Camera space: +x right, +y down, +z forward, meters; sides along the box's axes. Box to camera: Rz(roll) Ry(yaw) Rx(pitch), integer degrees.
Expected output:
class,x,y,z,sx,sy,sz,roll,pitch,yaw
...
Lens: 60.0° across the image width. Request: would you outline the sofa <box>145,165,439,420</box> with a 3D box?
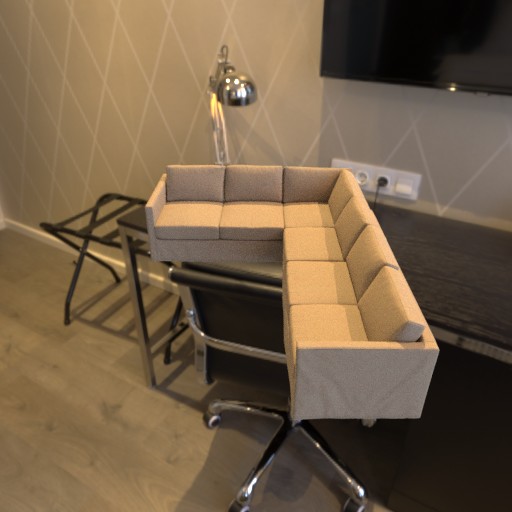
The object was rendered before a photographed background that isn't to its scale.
class,x,y,z,sx,sy,sz,roll,pitch,yaw
sofa,0.000,0.000,4.348,2.432,0.871,3.182,1,31,1
